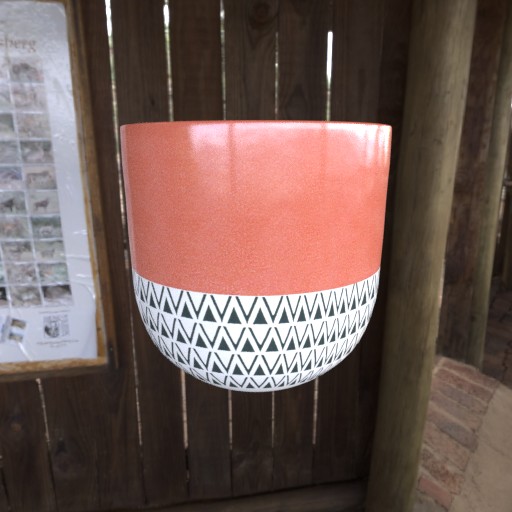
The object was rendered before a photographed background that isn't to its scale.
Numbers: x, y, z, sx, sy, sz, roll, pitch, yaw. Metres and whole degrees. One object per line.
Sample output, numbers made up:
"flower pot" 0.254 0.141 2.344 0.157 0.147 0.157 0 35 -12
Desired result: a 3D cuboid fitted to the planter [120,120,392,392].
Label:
"planter" 0.000 0.000 0.484 0.266 0.270 0.266 0 14 0
